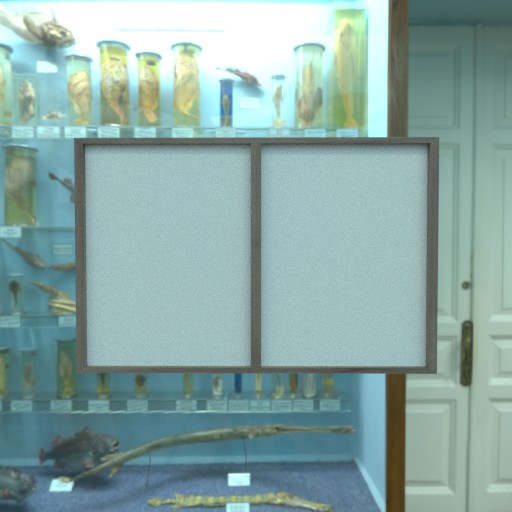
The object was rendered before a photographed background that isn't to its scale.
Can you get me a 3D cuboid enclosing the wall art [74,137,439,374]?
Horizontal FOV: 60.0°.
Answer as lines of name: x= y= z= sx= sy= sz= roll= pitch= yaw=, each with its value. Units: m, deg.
wall art: x=0.000 y=0.000 z=1.142 sx=0.919 sy=0.598 sz=0.038 roll=0 pitch=1 yaw=1
